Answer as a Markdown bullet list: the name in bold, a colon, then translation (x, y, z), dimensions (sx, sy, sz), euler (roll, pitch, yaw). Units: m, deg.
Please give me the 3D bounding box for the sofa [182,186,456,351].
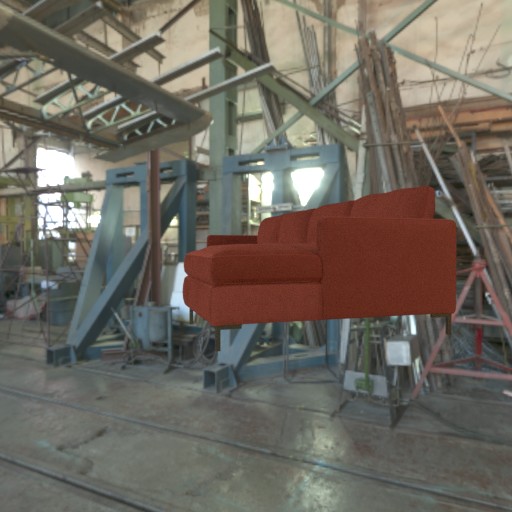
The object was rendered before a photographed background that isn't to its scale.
- **sofa**: translation (0.000, 0.000, 3.516), dimensions (1.350, 0.810, 2.932), euler (0, 1, -17)
